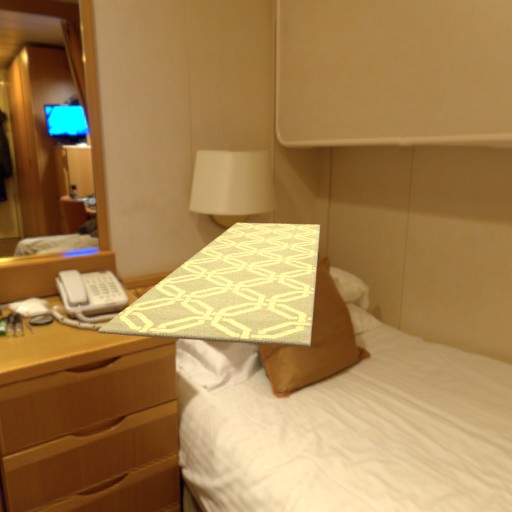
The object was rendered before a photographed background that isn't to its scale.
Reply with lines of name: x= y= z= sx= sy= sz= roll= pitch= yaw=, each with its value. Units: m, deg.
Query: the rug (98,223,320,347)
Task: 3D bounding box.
rug: x=0.000 y=0.000 z=2.463 sx=0.678 sy=0.014 sz=2.276 roll=2 pitch=13 yaw=9
